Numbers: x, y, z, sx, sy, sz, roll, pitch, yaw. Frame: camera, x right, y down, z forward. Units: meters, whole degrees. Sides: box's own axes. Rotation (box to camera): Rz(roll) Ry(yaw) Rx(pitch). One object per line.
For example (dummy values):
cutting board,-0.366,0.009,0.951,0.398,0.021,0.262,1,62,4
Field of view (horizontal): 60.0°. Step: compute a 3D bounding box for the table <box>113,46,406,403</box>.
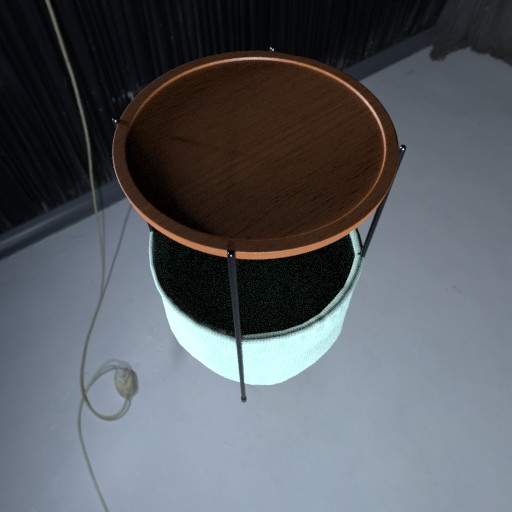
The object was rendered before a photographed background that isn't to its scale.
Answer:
table,0.000,0.000,0.864,0.400,0.623,0.400,-32,63,-19
